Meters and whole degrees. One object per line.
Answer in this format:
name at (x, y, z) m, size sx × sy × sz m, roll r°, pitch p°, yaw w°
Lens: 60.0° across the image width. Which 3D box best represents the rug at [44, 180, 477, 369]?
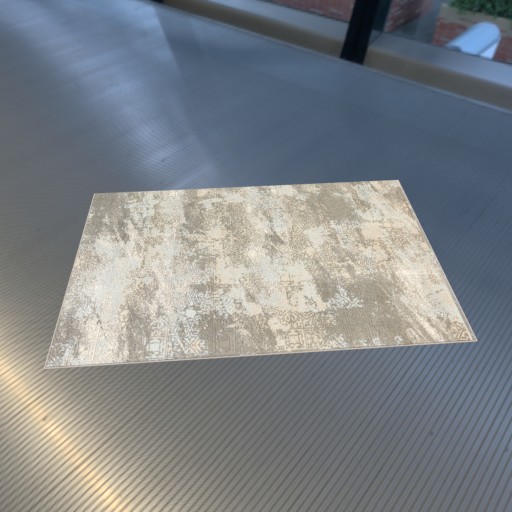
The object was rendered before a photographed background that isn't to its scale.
rug at (0.000, 0.000, 3.005) m, size 2.431 × 0.012 × 1.536 m, roll -3°, pitch 46°, yaw -3°
